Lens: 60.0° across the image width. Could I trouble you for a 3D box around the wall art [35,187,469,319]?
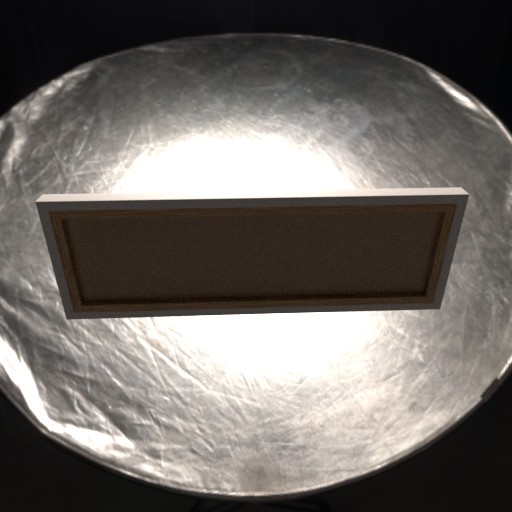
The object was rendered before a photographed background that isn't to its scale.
[{"bbox_3d":[0.000,0.000,0.857,0.763,0.255,0.038,-1,30,-2],"label":"wall art"}]
